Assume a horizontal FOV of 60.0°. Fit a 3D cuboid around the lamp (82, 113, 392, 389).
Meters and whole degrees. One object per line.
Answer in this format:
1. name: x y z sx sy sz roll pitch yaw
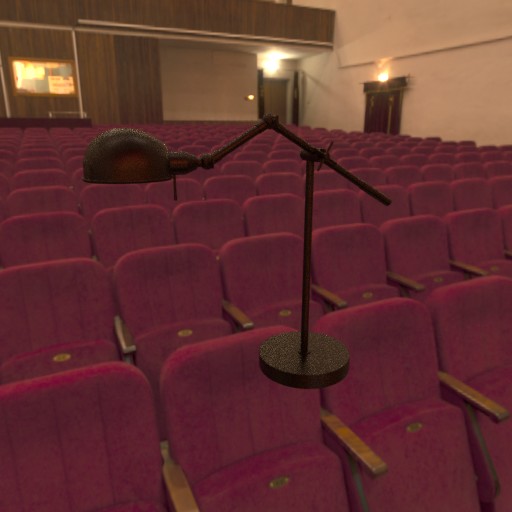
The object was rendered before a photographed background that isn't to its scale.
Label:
1. lamp: 0.000 0.000 0.808 0.567 0.495 0.185 -7 18 -24
